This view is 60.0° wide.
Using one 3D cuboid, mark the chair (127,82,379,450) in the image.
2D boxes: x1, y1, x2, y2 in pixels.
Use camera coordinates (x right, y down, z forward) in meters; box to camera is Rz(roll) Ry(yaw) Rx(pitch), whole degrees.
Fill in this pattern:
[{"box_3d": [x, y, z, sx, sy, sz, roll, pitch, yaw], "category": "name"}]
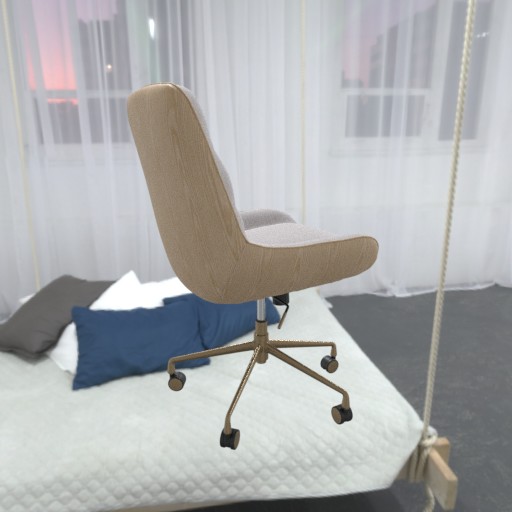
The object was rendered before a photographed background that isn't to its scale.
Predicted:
[{"box_3d": [0.000, 0.000, 1.356, 0.668, 0.952, 0.564, -8, 17, -27], "category": "chair"}]
